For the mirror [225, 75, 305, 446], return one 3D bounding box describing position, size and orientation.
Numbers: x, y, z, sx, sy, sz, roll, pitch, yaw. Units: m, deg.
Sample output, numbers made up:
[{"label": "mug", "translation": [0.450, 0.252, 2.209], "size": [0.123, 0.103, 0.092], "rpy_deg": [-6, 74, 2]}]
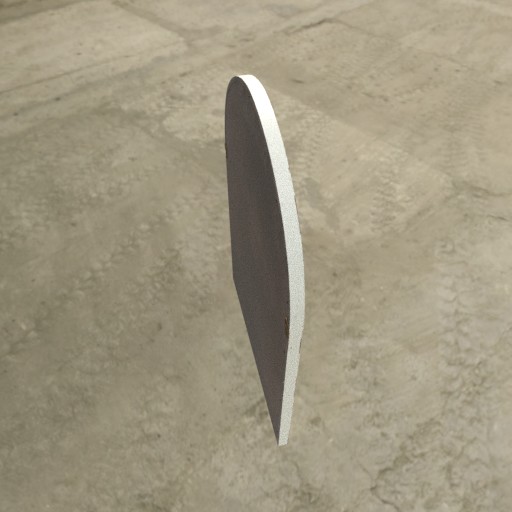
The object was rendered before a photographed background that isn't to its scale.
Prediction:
[{"label": "mirror", "translation": [0.000, 0.000, 1.175], "size": [0.032, 0.920, 0.660], "rpy_deg": [-10, 47, -9]}]
